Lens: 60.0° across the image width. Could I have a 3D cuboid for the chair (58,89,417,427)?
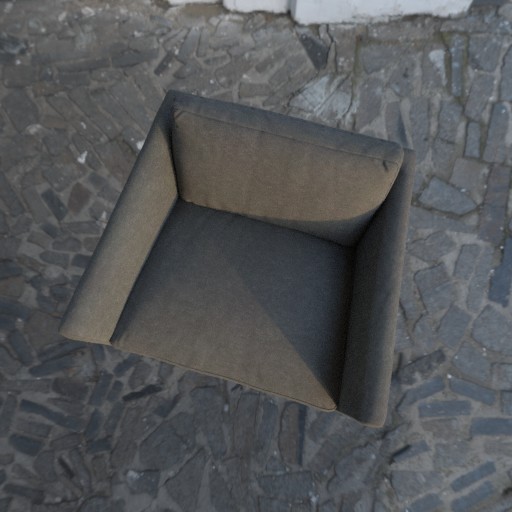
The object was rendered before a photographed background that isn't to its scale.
[{"bbox_3d":[0.000,0.000,1.889,1.190,0.845,1.091,15,77,4],"label":"chair"}]
